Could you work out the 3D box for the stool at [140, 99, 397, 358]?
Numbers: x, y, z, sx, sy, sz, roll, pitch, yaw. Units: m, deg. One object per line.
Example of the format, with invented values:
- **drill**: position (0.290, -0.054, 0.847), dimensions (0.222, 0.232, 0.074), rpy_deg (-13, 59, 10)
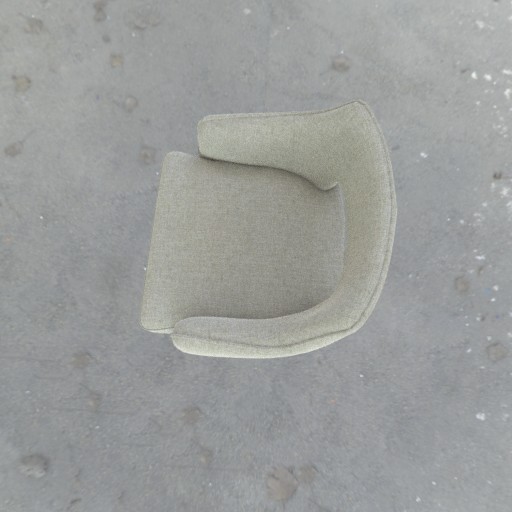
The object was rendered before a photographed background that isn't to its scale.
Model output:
- **stool**: position (0.000, 0.000, 1.301), dimensions (0.558, 0.944, 0.599), rpy_deg (5, 76, 1)
